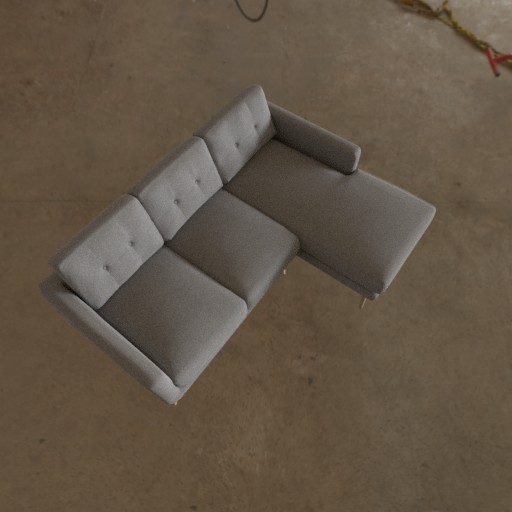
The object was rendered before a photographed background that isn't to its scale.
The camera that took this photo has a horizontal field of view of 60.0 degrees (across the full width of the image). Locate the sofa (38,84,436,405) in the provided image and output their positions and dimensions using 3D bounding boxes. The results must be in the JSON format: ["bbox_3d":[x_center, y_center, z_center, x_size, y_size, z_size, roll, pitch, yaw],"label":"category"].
[{"bbox_3d":[0.000,0.000,2.775,1.530,0.860,2.040,32,64,18],"label":"sofa"}]
